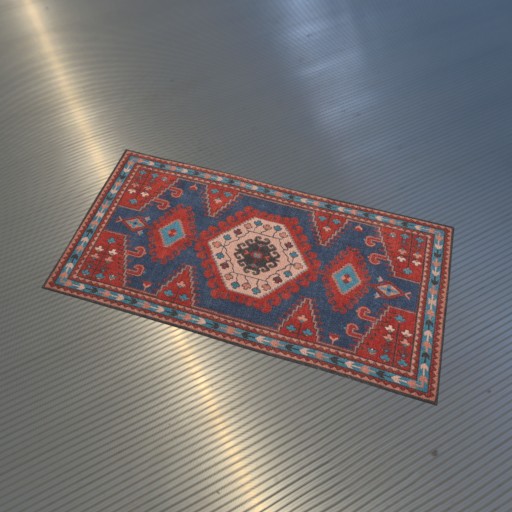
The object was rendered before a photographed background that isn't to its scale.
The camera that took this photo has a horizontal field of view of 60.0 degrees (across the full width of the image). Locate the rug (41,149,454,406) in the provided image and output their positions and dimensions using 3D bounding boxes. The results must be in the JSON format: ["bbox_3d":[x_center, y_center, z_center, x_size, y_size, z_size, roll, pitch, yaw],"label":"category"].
[{"bbox_3d":[0.000,0.000,3.584,3.032,0.034,1.522,15,61,8],"label":"rug"}]
